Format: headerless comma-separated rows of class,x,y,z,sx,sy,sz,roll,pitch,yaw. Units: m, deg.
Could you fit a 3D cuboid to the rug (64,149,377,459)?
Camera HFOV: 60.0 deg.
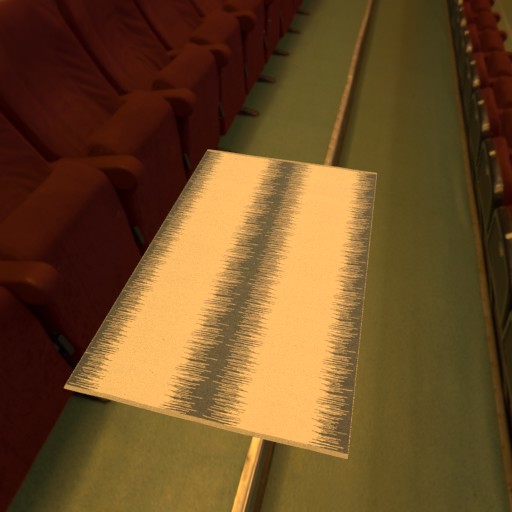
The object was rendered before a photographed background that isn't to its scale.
rug,0.000,0.000,3.084,1.519,0.003,2.453,10,46,10
